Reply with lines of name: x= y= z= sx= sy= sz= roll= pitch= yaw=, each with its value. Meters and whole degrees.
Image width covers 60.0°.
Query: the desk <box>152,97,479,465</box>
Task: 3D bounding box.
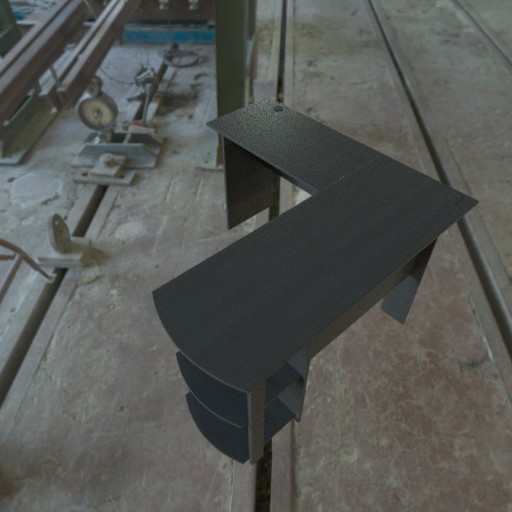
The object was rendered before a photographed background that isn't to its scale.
desk: x=0.000 y=0.000 z=2.140 sx=1.361 sy=0.716 sz=1.303 roll=-33 pitch=53 yaw=-28
